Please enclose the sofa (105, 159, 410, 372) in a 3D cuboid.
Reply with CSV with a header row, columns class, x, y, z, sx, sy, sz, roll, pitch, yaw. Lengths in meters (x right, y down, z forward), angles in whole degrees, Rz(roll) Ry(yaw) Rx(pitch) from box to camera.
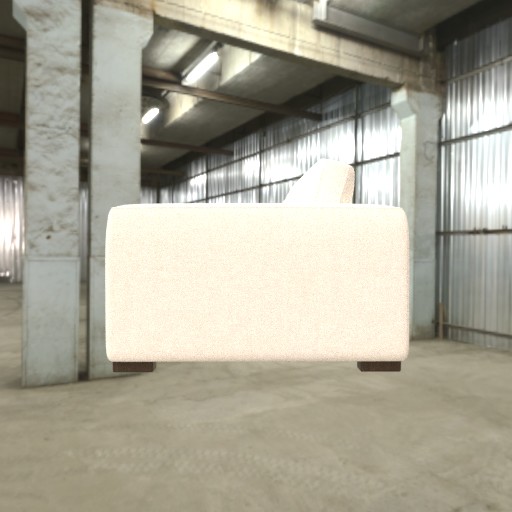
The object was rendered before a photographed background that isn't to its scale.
class,x,y,z,sx,sy,sz,roll,pitch,yaw
sofa,0.000,0.000,2.460,1.069,0.801,1.920,0,0,-1
